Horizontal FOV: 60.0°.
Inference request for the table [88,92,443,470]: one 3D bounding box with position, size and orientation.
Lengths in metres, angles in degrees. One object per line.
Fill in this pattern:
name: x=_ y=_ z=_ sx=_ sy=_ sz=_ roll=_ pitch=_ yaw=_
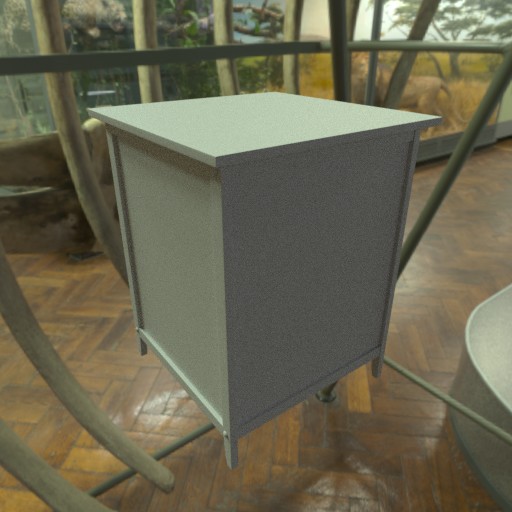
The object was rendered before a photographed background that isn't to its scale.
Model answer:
table: x=0.000 y=0.000 z=0.774 sx=0.381 sy=0.483 sz=0.381 roll=-18 pitch=32 yaw=-32
